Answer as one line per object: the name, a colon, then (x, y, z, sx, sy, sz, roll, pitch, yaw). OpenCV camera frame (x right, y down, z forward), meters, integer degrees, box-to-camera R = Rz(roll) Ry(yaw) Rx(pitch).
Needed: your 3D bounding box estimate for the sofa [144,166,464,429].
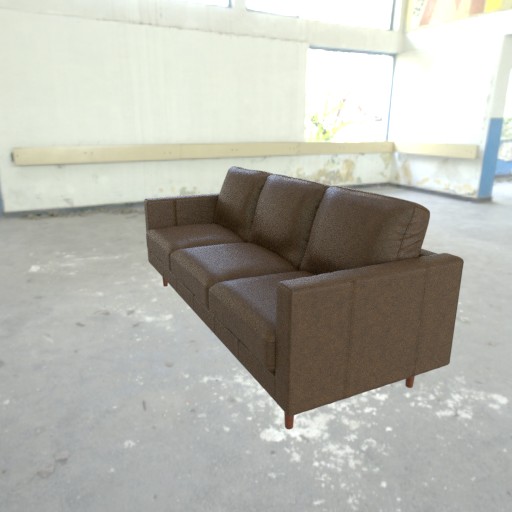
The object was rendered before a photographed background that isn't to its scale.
sofa: (0.000, 0.000, 2.739, 0.903, 0.930, 2.231, -8, 18, -25)
